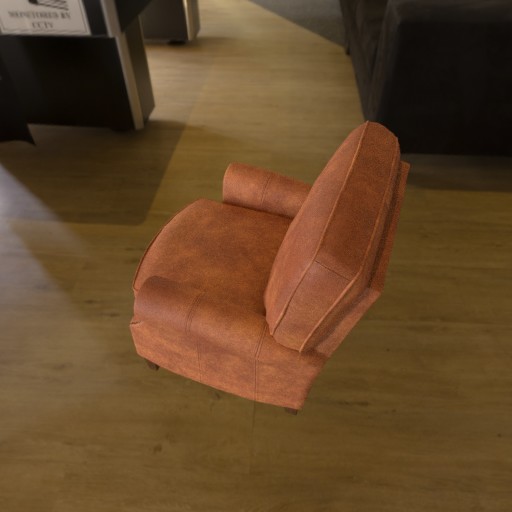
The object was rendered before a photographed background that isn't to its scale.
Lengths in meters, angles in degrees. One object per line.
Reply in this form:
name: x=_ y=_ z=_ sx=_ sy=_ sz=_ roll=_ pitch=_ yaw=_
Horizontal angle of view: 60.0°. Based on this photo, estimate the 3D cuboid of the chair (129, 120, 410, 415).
chair: x=0.000 y=0.000 z=1.796 sx=0.986 sy=1.018 sz=0.936 roll=15 pitch=47 yaw=14
